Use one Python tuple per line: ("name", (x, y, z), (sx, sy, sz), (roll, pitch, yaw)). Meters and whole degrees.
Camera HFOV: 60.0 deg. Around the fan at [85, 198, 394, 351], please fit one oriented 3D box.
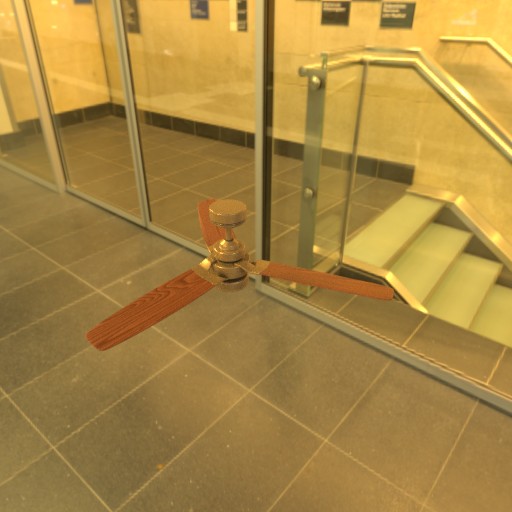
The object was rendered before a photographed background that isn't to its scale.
("fan", (0.000, 0.000, 2.078), (1.271, 0.425, 1.416), (11, 32, 18))
